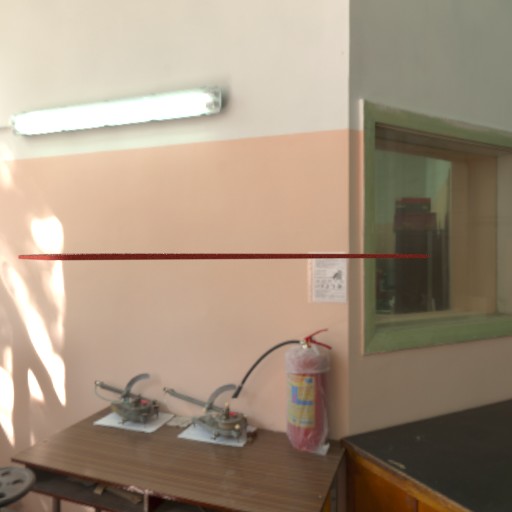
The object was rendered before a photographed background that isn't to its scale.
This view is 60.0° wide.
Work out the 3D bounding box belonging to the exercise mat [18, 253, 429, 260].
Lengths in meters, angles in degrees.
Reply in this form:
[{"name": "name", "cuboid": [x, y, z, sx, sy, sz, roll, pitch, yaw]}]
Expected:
[{"name": "exercise mat", "cuboid": [0.000, 0.000, 2.030, 1.869, 0.021, 0.616, 0, 0, -36]}]
